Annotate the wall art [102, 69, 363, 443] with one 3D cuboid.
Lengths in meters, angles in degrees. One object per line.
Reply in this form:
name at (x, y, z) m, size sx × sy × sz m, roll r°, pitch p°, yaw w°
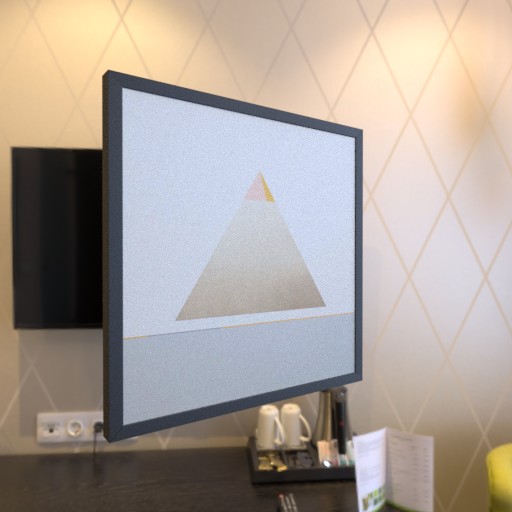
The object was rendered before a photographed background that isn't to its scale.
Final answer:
wall art at (0.000, 0.000, 1.147) m, size 0.769 × 0.766 × 0.042 m, roll 0°, pitch 1°, yaw -35°
